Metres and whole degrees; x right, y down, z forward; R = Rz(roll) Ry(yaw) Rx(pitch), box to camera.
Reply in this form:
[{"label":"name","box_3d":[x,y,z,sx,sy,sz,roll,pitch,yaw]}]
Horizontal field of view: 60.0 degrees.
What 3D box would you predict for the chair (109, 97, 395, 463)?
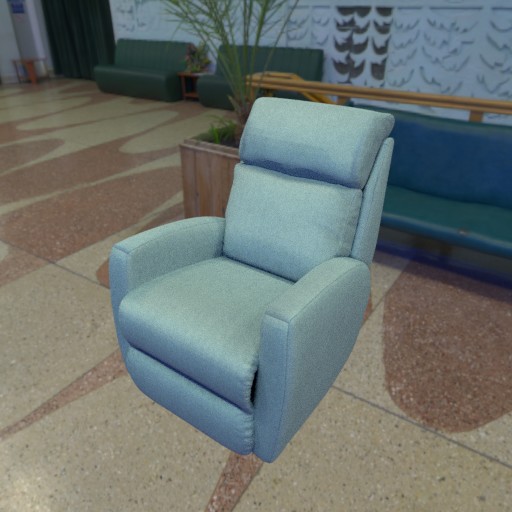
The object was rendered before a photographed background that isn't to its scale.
[{"label":"chair","box_3d":[0.000,0.000,1.689,0.812,1.013,0.940,19,35,30]}]
